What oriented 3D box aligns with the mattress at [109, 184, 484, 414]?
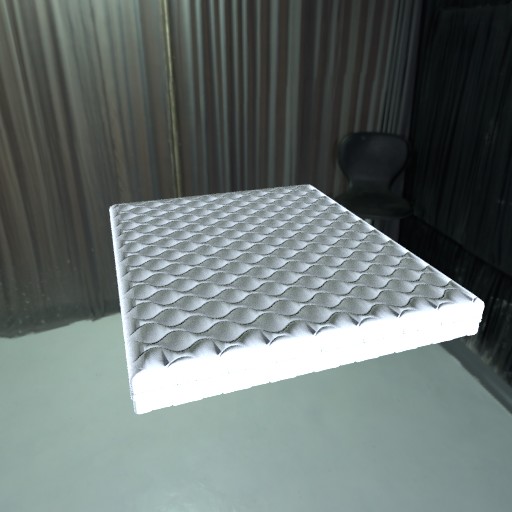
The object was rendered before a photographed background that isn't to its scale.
[{"bbox_3d":[0.000,0.000,2.646,1.600,0.200,1.900,-9,28,-17],"label":"mattress"}]
